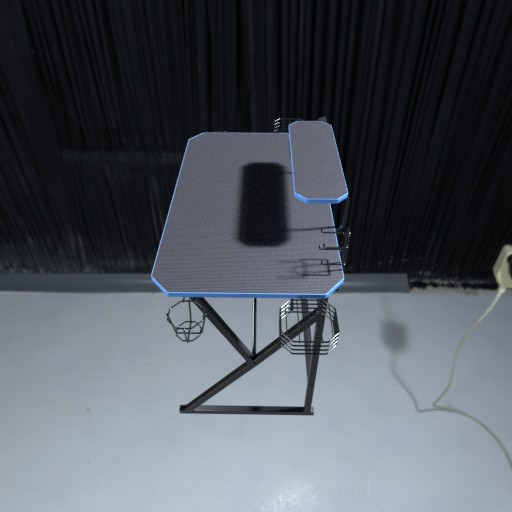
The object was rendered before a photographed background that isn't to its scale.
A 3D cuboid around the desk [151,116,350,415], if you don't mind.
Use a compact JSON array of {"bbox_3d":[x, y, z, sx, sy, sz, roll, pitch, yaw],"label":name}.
[{"bbox_3d":[0.000,0.000,1.790,0.594,0.909,1.295,1,42,1],"label":"desk"}]
